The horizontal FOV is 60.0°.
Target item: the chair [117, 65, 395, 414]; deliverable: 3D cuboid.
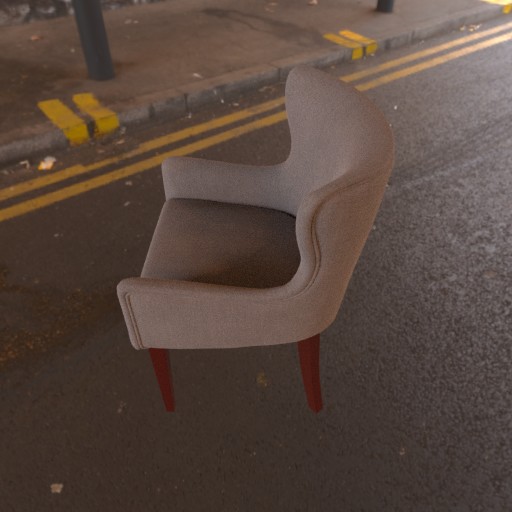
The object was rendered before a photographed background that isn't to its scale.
[{"bbox_3d":[0.000,0.000,1.399,0.677,0.948,0.732,1,41,1],"label":"chair"}]
